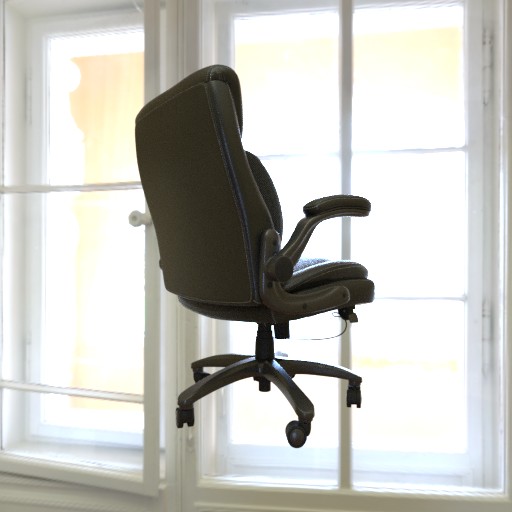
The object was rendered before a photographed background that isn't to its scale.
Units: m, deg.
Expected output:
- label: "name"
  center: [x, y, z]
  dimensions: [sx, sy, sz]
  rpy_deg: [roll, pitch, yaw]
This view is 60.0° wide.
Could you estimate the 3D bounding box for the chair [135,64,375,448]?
- label: "chair"
  center: [0.000, 0.000, 1.623]
  dimensions: [0.724, 1.110, 0.782]
  rpy_deg: [-1, 1, -37]
